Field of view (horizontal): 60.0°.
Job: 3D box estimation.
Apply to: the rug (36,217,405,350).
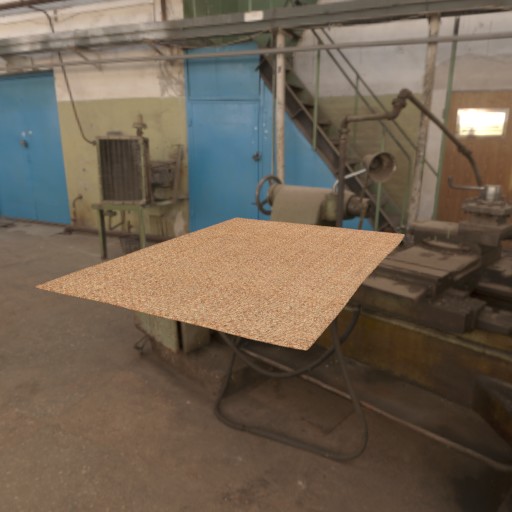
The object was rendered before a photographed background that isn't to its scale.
[{"bbox_3d":[0.000,0.000,2.916,1.566,0.013,2.141,8,18,26],"label":"rug"}]
